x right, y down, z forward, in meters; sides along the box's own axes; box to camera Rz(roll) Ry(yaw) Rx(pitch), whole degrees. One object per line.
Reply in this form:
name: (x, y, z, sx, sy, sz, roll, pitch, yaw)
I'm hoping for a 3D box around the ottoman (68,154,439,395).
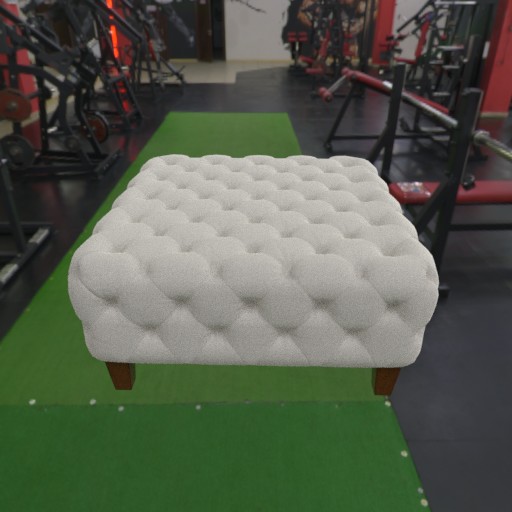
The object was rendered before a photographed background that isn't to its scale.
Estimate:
ottoman: (0.000, 0.000, 1.244, 0.755, 0.376, 0.753, 1, 30, 1)
